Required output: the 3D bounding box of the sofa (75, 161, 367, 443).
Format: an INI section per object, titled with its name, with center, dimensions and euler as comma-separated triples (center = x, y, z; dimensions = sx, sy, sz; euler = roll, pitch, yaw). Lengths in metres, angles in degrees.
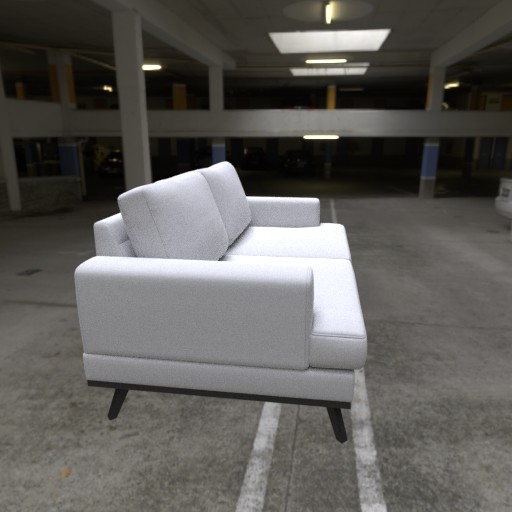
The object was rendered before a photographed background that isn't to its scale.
[sofa]
center = 0.000, 0.000, 2.135
dimensions = 0.920, 0.810, 1.650
euler = 2, 16, 8
